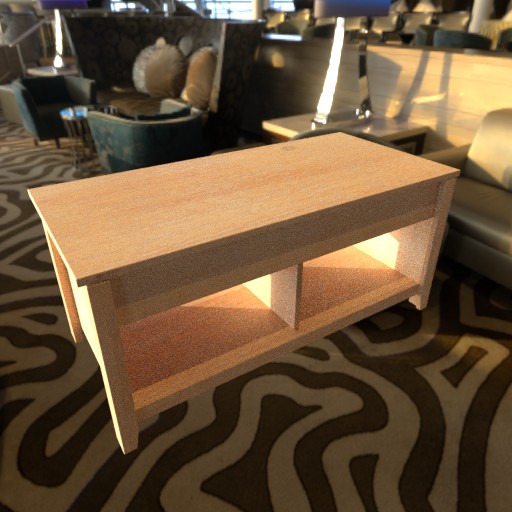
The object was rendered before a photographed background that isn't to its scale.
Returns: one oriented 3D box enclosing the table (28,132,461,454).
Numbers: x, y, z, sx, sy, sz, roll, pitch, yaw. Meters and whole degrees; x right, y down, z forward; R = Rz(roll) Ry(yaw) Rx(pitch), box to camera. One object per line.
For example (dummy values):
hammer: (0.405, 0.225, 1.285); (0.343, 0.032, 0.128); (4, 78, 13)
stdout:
table: (0.000, 0.000, 1.258); (1.016, 0.457, 0.483); (-18, 34, -28)
